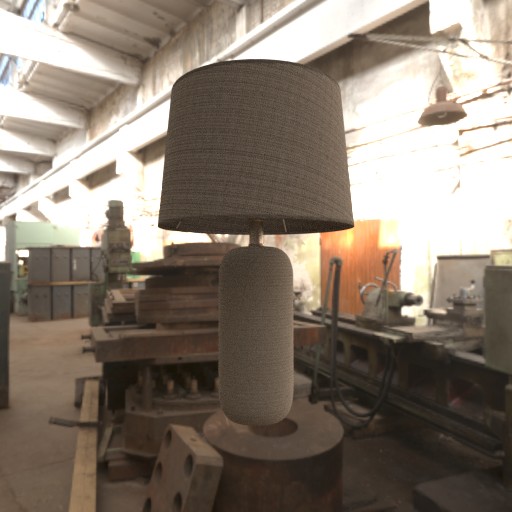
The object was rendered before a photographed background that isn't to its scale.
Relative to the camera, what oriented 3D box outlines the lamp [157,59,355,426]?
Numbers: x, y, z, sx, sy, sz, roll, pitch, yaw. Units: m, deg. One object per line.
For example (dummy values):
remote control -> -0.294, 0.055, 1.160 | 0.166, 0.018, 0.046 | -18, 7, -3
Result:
lamp -> 0.000, 0.000, 0.844 | 0.367, 0.609, 0.367 | 0, -1, 0
